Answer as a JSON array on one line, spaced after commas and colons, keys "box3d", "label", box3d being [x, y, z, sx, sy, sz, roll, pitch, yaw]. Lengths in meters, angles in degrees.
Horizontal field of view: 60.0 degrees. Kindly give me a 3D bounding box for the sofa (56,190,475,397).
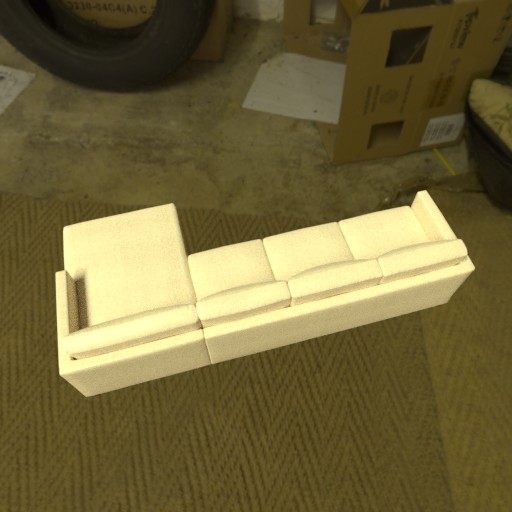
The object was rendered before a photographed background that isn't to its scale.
[{"box3d": [0.000, 0.000, 4.143, 3.471, 0.954, 1.603, -13, 59, -8], "label": "sofa"}]
